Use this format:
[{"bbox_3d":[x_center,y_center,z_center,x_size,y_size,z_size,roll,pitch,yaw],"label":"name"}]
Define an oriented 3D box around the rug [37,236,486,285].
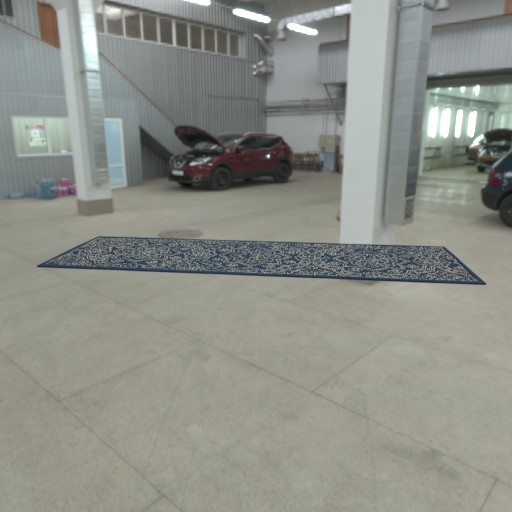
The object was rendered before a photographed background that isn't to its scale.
[{"bbox_3d":[0.000,0.000,2.749,2.448,0.012,0.769,2,16,7],"label":"rug"}]
